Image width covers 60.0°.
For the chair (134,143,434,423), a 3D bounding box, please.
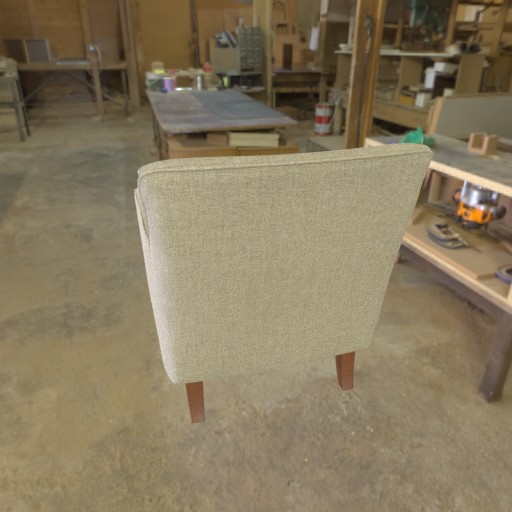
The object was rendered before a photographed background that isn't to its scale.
[{"bbox_3d":[0.000,0.000,1.796,0.887,1.047,0.993,-7,27,-14],"label":"chair"}]
